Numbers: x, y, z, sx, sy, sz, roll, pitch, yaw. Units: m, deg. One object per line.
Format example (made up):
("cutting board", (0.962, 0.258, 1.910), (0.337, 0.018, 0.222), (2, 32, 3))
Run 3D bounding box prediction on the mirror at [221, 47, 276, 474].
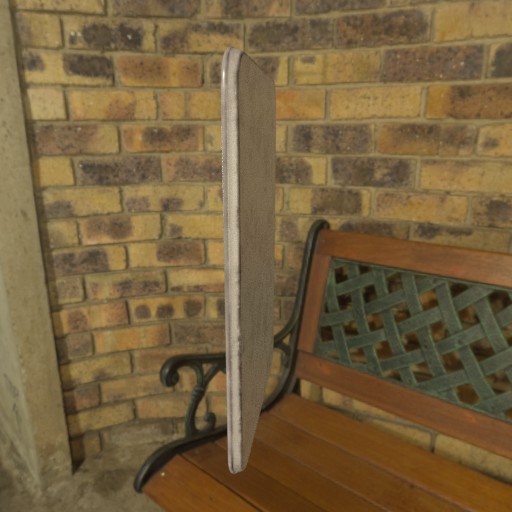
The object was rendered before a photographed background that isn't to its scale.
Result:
("mirror", (0.000, 0.000, 0.890), (0.024, 0.713, 0.461), (2, 15, 9))
